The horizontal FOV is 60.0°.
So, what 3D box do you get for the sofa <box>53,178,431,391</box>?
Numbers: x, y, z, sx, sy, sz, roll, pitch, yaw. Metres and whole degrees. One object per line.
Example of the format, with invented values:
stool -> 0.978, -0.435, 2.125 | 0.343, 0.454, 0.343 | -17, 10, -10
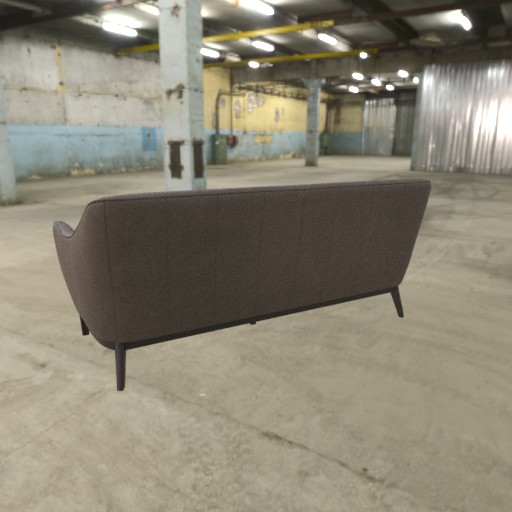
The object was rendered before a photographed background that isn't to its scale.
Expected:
sofa -> 0.000, 0.000, 2.413 | 1.928, 0.831, 0.869 | -8, 16, -28
